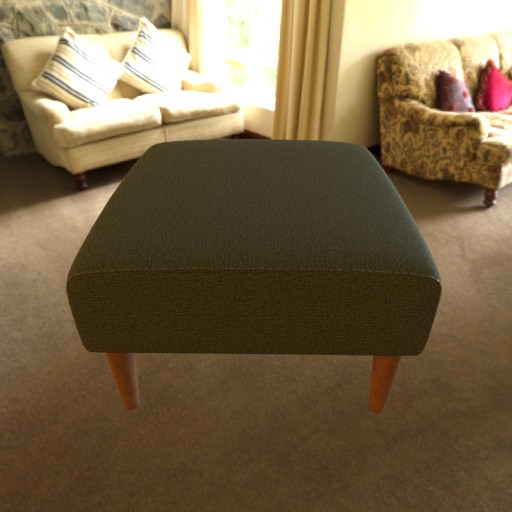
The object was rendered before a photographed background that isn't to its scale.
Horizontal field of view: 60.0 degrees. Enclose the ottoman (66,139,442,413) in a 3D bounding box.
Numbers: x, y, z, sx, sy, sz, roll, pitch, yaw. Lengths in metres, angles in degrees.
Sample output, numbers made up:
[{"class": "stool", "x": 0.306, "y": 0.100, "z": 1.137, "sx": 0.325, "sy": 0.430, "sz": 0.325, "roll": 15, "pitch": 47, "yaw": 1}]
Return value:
[{"class": "ottoman", "x": 0.000, "y": 0.000, "z": 1.063, "sx": 0.649, "sy": 0.398, "sz": 0.650, "roll": 0, "pitch": 32, "yaw": 1}]
